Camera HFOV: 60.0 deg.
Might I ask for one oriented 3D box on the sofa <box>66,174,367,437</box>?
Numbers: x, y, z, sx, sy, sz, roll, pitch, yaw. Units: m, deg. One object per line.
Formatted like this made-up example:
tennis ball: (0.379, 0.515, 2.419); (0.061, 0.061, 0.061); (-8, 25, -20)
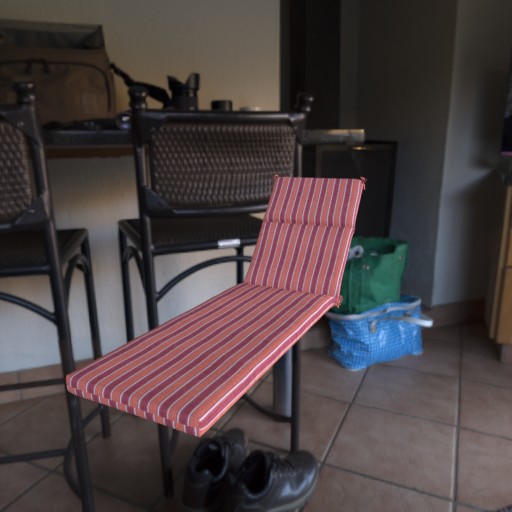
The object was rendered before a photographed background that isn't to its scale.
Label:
sofa: (0.000, 0.000, 1.942); (0.582, 0.622, 1.663); (7, 15, 26)
